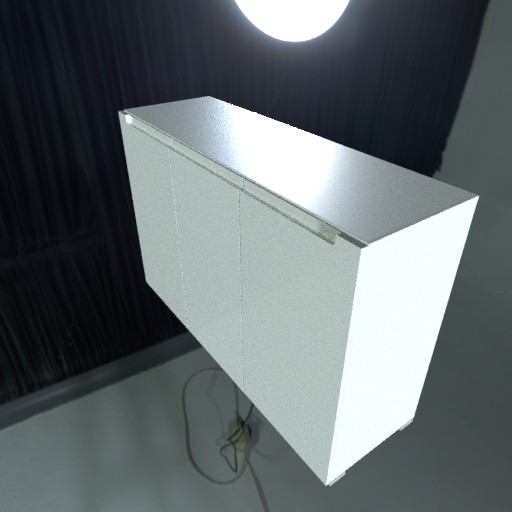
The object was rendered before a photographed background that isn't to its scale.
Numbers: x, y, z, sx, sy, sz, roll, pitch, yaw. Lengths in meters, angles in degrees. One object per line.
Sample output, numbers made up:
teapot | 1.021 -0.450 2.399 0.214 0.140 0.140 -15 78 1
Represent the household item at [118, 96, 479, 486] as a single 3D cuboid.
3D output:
household item | 0.000 0.000 1.668 0.420 0.867 1.300 -21 38 -30
